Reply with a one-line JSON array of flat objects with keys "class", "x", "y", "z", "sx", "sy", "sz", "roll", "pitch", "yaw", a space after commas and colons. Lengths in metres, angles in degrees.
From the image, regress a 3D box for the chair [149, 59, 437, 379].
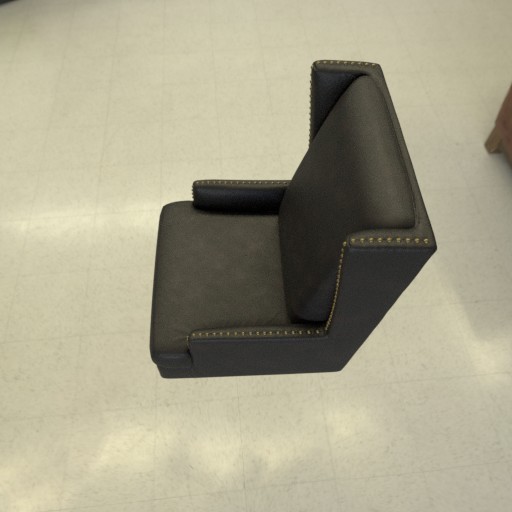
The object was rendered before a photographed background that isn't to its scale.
[{"class": "chair", "x": 0.000, "y": 0.000, "z": 1.632, "sx": 0.799, "sy": 1.142, "sz": 0.703, "roll": -2, "pitch": 59, "yaw": -1}]
